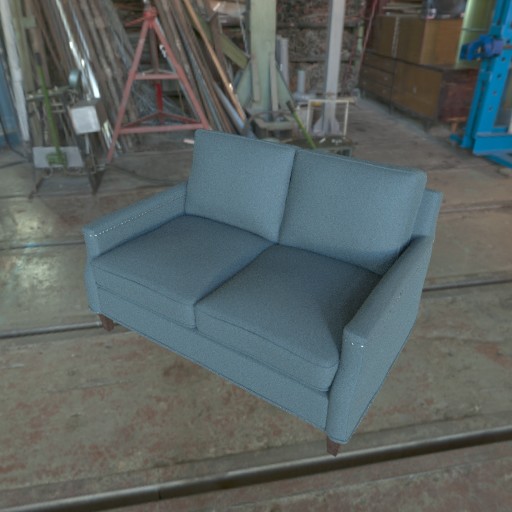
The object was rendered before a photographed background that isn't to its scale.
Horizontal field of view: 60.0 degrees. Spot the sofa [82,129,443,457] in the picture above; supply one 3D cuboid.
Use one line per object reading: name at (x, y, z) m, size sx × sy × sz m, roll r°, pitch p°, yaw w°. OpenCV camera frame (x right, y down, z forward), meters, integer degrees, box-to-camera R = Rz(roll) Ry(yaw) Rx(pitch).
sofa at (0.000, 0.000, 2.331) m, size 1.597 × 1.003 × 1.084 m, roll 19°, pitch 35°, yaw 29°
